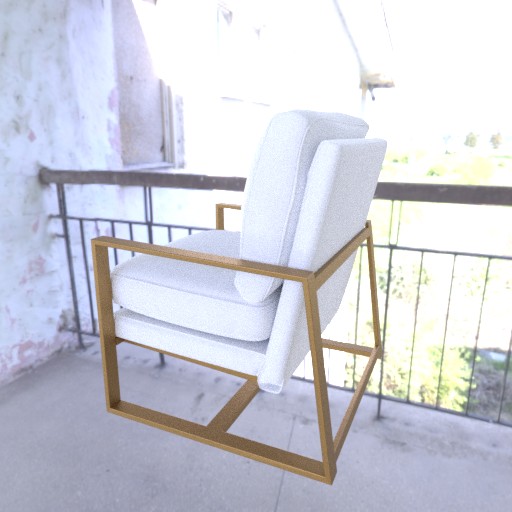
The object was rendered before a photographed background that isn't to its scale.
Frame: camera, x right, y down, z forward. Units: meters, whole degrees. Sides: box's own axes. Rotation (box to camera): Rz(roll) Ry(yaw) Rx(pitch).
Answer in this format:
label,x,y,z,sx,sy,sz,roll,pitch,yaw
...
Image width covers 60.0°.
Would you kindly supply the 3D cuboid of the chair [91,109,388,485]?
label,x,y,z,sx,sy,sz,roll,pitch,yaw
chair,0.000,0.000,1.558,0.813,0.966,0.805,7,17,24
